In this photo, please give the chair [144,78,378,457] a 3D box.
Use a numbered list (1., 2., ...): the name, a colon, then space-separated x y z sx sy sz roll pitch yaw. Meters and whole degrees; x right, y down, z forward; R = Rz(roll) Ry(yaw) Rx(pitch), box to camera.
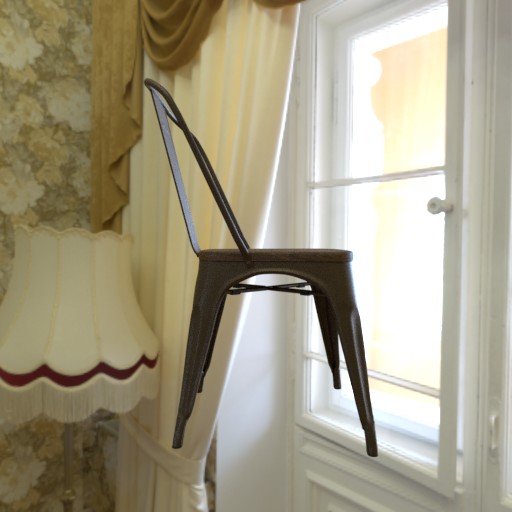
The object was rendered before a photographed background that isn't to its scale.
1. chair: 0.000 0.000 1.158 0.532 0.844 0.451 0 2 0
